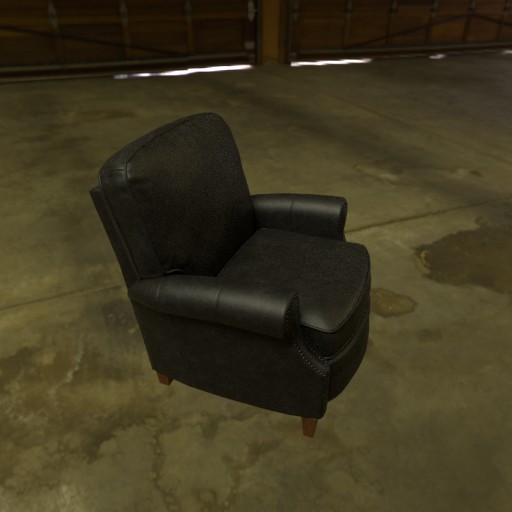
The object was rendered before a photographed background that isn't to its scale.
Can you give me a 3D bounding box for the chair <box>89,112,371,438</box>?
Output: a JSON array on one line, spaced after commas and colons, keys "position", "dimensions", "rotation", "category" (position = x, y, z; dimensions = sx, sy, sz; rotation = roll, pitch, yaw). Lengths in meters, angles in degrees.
[{"position": [0.000, 0.000, 1.818], "dimensions": [0.986, 1.018, 0.936], "rotation": [12, 33, 18], "category": "chair"}]
